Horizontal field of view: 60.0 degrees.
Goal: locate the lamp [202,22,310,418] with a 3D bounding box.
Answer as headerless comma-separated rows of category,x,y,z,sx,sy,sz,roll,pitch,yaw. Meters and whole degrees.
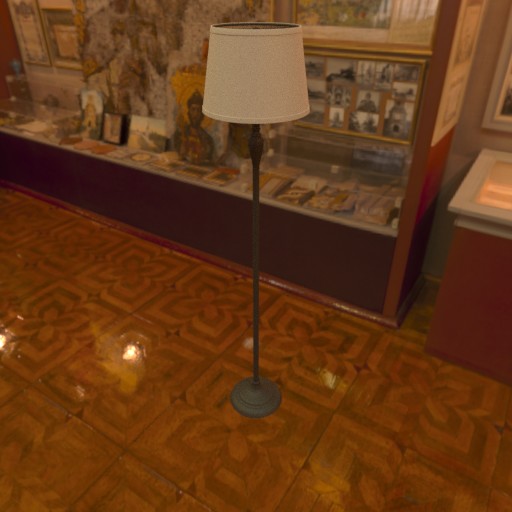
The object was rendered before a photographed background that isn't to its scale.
lamp,0.000,0.000,1.629,0.327,1.506,0.327,20,37,29
